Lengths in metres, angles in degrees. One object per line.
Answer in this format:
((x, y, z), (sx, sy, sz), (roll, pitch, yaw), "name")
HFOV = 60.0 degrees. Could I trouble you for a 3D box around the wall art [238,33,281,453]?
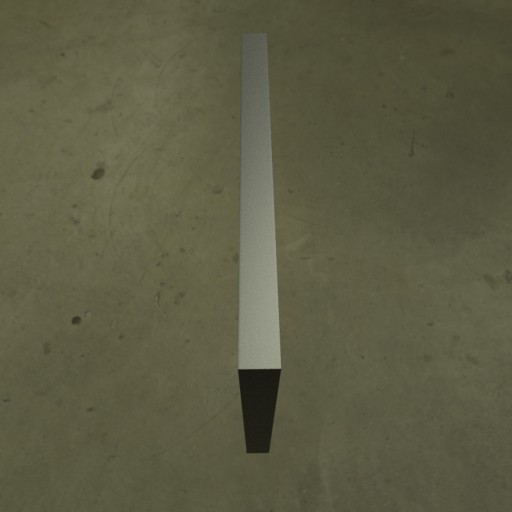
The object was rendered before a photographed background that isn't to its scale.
((0.000, 0.000, 0.523), (0.028, 0.321, 0.381), (-1, 57, 0), "wall art")
